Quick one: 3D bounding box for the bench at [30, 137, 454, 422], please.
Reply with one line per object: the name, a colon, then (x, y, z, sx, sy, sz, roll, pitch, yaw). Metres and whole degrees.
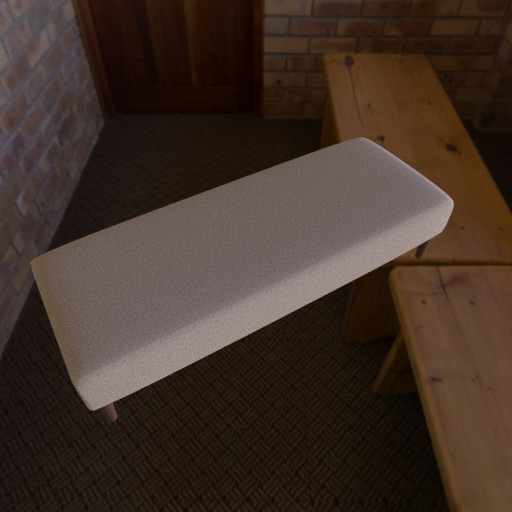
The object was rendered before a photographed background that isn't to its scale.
bench: (0.000, 0.000, 1.847, 1.598, 0.383, 0.631, -24, 51, -21)
